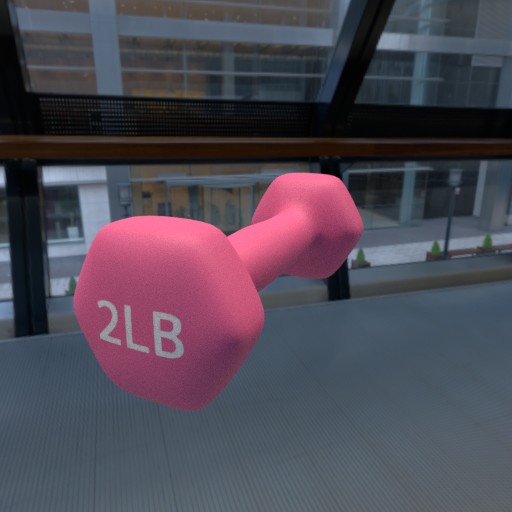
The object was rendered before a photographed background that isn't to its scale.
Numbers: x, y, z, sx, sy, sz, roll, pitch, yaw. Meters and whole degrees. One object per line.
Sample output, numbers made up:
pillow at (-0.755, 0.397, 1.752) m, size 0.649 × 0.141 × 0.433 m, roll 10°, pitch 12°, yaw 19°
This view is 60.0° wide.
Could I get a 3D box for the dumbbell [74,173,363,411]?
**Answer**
dumbbell at (0.000, 0.000, 0.177) m, size 0.058 × 0.053 × 0.146 m, roll 8°, pitch 19°, yaw 25°
